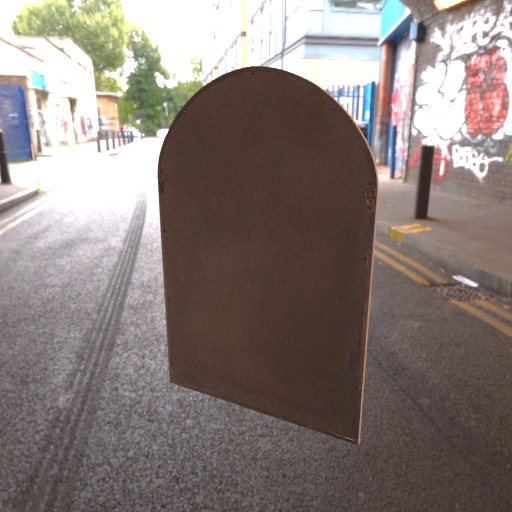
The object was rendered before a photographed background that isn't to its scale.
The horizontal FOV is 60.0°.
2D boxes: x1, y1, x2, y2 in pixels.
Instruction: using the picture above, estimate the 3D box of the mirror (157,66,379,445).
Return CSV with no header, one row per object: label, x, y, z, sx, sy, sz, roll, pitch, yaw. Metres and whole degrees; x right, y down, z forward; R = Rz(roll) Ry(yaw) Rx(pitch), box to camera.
mirror,0.000,0.000,1.157,0.609,0.915,0.032,9,18,27
